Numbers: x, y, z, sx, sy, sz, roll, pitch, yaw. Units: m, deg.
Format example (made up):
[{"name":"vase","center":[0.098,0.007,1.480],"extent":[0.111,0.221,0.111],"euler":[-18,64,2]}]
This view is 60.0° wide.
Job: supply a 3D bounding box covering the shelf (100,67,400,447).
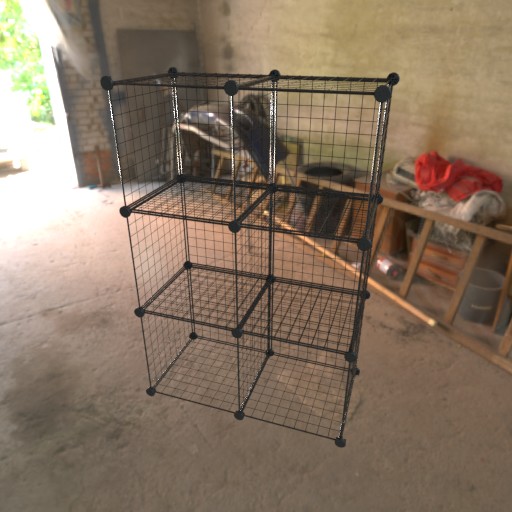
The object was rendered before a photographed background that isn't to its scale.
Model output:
[{"name":"shelf","center":[0.000,0.000,1.402],"extent":[0.711,1.067,0.356],"euler":[9,28,17]}]
